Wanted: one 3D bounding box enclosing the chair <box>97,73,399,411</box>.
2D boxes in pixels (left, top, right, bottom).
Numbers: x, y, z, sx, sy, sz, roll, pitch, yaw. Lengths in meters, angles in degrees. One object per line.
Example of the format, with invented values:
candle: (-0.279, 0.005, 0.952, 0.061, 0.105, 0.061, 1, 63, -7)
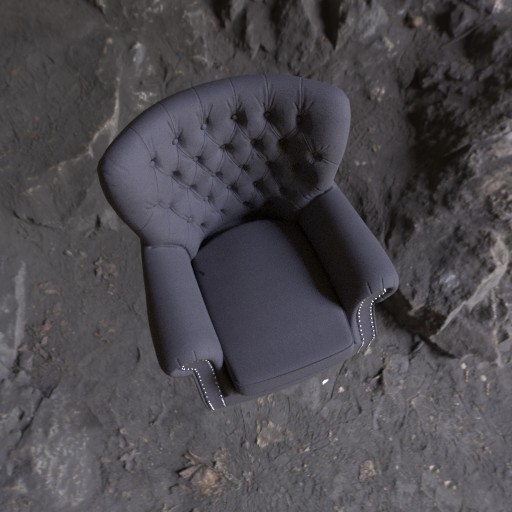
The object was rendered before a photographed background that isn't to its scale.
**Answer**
chair: (0.000, 0.000, 1.819, 0.983, 1.046, 0.983, -19, 65, -9)
